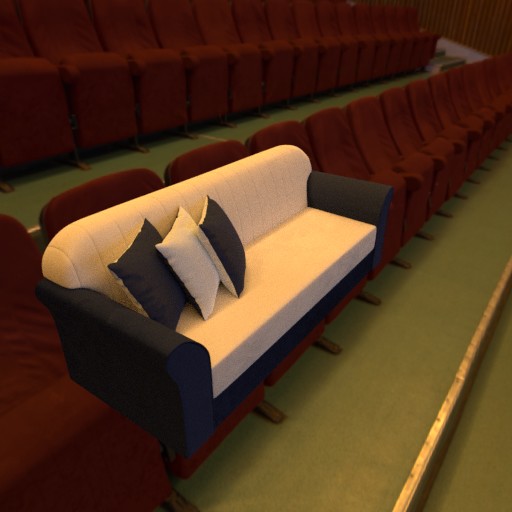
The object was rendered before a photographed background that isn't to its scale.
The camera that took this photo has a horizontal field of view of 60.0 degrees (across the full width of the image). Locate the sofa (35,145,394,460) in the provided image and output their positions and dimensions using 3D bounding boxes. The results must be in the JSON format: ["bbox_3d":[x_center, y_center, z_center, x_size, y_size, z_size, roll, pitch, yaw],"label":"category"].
[{"bbox_3d":[0.000,0.000,2.374,0.749,0.789,2.006,18,33,31],"label":"sofa"}]
